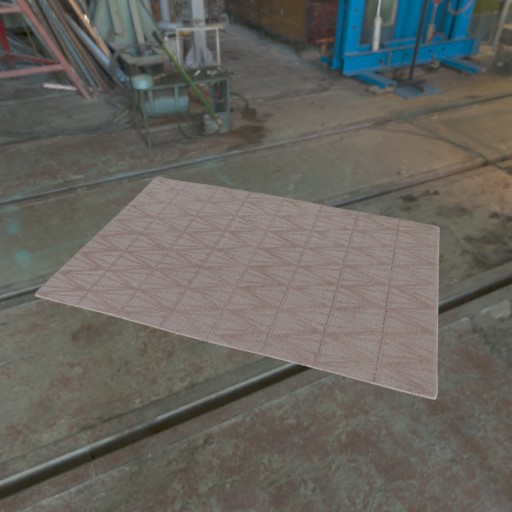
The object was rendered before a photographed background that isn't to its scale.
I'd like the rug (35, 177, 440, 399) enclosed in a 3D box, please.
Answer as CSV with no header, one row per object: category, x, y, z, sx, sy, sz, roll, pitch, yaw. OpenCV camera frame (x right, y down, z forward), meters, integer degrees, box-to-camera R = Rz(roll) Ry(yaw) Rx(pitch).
rug,0.000,0.000,2.340,1.837,0.025,1.230,12,40,14
